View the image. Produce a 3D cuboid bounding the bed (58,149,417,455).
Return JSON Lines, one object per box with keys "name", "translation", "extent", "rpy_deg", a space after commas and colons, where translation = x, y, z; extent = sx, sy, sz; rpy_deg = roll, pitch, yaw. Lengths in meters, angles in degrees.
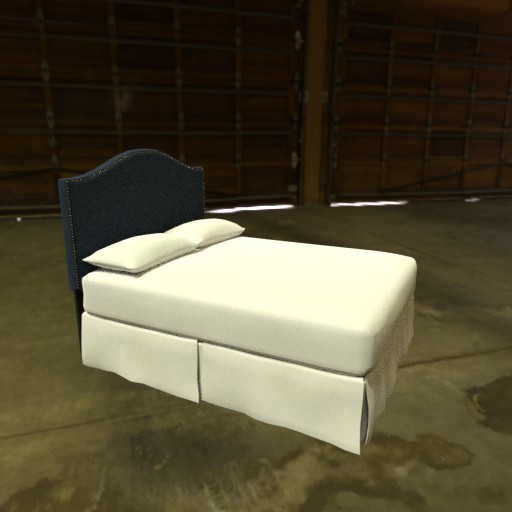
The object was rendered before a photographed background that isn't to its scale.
{"name": "bed", "translation": [0.000, 0.000, 3.263], "extent": [2.153, 1.518, 1.713], "rpy_deg": [7, 16, 26]}
